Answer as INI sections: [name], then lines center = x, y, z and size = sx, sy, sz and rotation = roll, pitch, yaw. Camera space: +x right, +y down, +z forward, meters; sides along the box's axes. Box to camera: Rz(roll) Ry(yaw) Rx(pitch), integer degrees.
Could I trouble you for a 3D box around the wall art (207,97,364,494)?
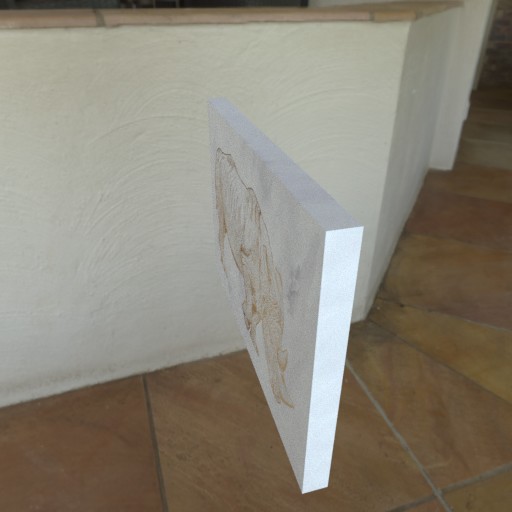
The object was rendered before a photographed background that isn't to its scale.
[wall art]
center = 0.000, 0.000, 0.763
size = 0.038, 0.407, 0.609
rotation = -8, 32, -13
